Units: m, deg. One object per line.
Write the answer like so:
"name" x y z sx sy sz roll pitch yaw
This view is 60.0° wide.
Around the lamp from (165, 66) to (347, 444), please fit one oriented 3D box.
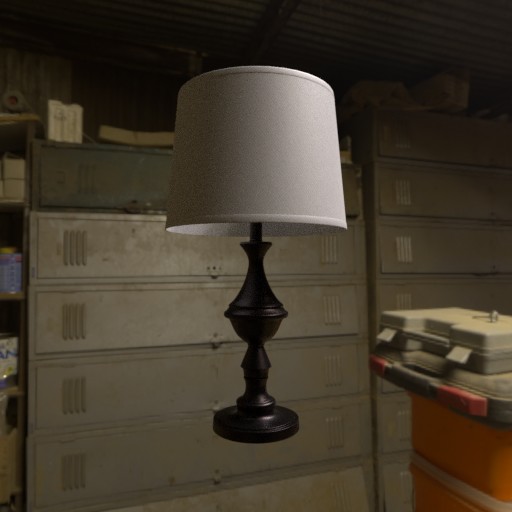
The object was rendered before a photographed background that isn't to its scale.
"lamp" 0.000 0.000 0.951 0.383 0.726 0.383 0 -1 0
